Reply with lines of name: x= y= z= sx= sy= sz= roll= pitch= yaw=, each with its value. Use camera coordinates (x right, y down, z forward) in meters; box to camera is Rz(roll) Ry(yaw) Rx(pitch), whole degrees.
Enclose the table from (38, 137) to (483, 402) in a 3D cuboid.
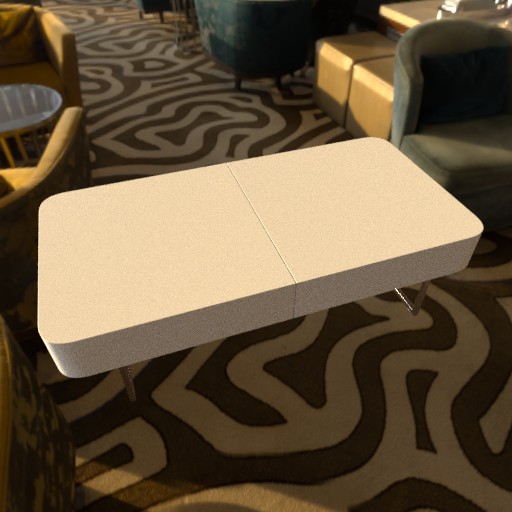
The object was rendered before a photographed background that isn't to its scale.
table: x=0.000 y=0.000 z=1.415 sx=1.200 sy=0.340 sz=0.600 roll=-14 pitch=44 yaw=-14
